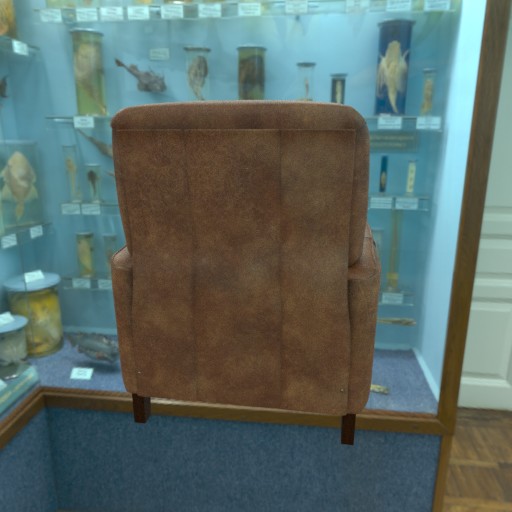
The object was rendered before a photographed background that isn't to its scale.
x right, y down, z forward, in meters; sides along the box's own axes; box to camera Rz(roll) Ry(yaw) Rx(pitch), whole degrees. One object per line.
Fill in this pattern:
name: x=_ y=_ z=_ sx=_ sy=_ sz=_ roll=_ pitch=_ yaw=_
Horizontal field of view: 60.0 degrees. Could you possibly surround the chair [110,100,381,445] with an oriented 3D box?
chair: x=0.000 y=0.000 z=1.645 sx=0.843 sy=1.043 sz=0.836 roll=2 pitch=15 yaw=9
